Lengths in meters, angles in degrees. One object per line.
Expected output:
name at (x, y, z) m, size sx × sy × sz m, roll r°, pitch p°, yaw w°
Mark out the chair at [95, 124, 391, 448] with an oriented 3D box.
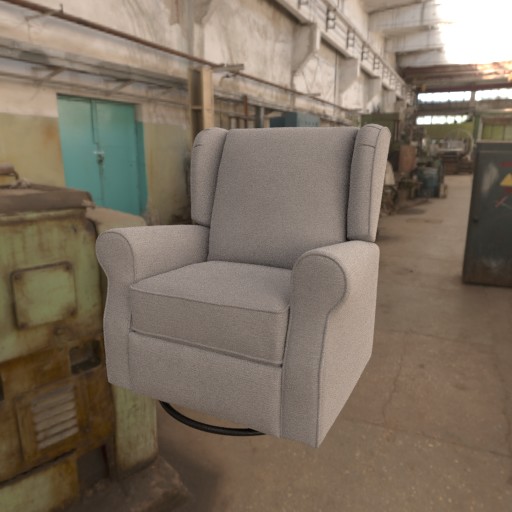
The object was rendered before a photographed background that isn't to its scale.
chair at (0.000, 0.000, 1.675) m, size 0.906 × 0.966 × 0.854 m, roll 7°, pitch 16°, yaw 26°
